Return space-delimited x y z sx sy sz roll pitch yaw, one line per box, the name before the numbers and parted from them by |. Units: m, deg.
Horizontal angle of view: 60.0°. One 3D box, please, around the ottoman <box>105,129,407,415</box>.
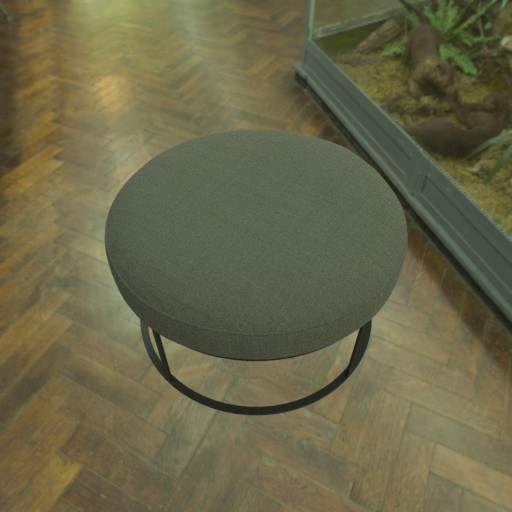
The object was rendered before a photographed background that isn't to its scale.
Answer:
ottoman | 0.000 0.000 1.259 0.772 0.460 0.772 0 47 0
